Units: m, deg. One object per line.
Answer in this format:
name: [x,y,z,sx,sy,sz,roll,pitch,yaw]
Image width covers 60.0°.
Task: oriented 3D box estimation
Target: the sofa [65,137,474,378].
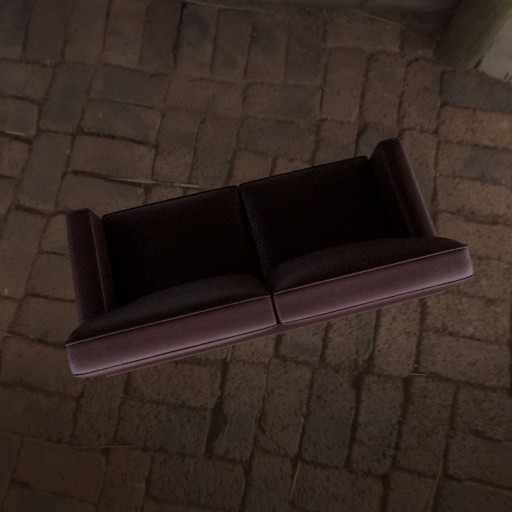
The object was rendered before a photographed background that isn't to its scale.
sofa: [0.000,0.000,2.395,1.876,0.928,0.912,-13,75,-4]
